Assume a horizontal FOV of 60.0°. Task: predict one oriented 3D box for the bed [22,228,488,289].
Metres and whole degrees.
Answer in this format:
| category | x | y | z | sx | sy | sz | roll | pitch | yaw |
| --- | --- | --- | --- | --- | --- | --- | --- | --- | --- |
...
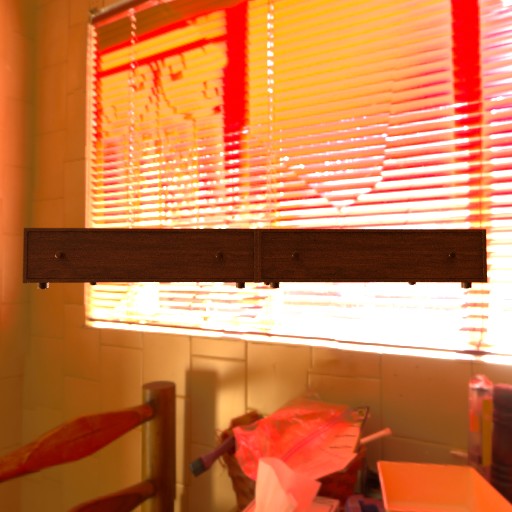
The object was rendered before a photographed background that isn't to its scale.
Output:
| category | x | y | z | sx | sy | sz | roll | pitch | yaw |
| --- | --- | --- | --- | --- | --- | --- | --- | --- | --- |
| bed | 0.000 | 0.000 | 2.336 | 2.057 | 0.326 | 0.787 | 0 | -2 | -1 |
